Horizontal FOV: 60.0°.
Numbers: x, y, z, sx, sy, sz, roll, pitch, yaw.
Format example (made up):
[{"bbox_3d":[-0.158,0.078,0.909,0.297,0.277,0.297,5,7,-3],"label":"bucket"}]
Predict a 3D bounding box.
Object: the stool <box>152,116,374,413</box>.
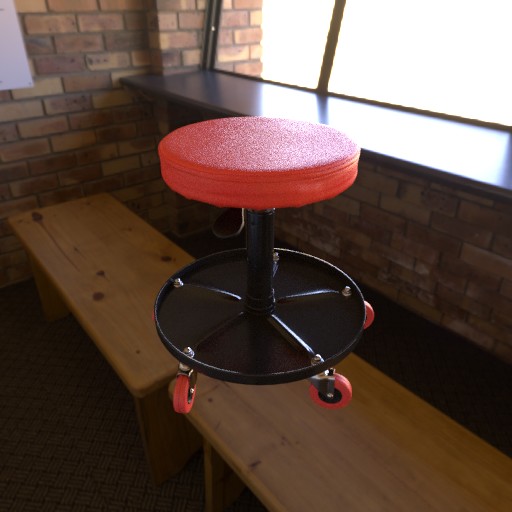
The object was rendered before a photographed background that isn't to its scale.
[{"bbox_3d":[0.000,0.000,0.691,0.381,0.365,0.382,9,32,16],"label":"stool"}]
